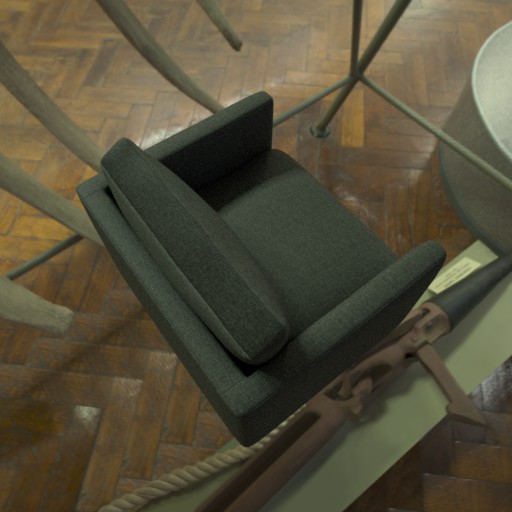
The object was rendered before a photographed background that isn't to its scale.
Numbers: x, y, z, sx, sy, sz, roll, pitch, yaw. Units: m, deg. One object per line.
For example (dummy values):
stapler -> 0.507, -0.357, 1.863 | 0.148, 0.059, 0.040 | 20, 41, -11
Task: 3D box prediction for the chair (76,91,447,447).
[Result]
chair -> 0.000, 0.000, 1.851 | 0.959, 0.963, 1.107 | -34, 65, -18
